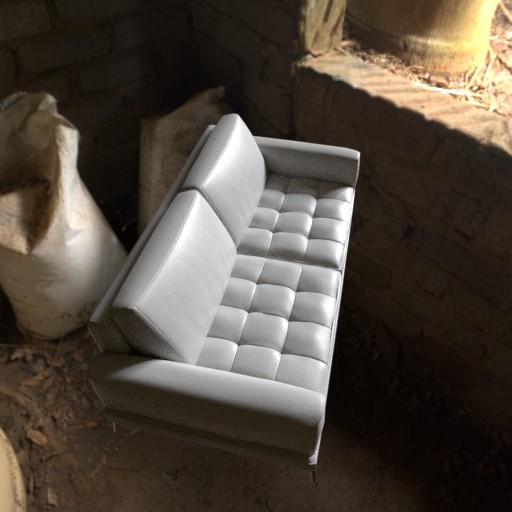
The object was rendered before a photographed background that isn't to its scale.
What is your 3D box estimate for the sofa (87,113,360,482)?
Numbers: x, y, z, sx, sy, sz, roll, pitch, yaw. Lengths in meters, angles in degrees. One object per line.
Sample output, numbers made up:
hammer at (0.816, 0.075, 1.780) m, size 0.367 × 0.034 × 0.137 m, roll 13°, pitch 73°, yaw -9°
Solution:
sofa at (0.000, 0.000, 2.710) m, size 1.121 × 0.930 × 2.177 m, roll 10°, pitch 47°, yaw 9°
